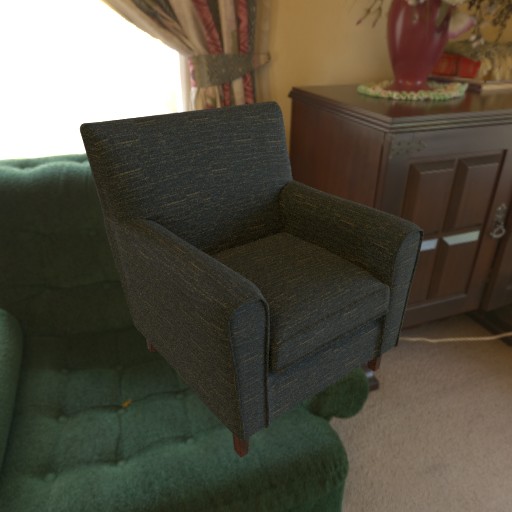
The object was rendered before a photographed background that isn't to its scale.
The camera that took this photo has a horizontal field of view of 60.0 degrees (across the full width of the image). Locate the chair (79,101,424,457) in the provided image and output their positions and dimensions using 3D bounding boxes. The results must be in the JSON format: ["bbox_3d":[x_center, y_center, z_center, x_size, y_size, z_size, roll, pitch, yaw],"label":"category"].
[{"bbox_3d":[0.000,0.000,1.638,0.864,0.928,0.873,-19,33,-33],"label":"chair"}]
